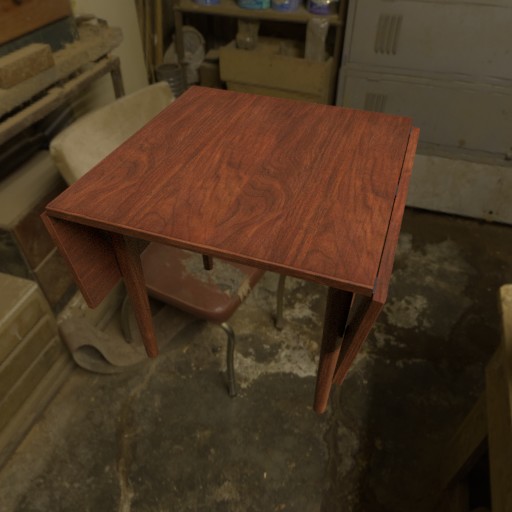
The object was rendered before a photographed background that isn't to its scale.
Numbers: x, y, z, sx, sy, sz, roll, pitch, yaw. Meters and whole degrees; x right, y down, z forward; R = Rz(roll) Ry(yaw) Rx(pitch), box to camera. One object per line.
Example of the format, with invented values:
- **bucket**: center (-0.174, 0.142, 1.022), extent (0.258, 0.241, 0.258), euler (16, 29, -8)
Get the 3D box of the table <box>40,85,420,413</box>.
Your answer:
- **table**: center (0.000, 0.000, 1.503), extent (0.843, 0.763, 0.812), euler (14, 44, 15)
